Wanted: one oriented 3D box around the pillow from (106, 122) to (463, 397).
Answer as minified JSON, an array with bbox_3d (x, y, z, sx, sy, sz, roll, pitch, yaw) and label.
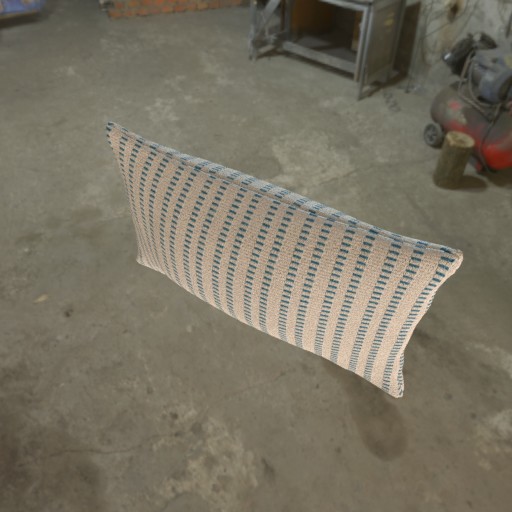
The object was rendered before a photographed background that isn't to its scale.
[{"bbox_3d":[0.000,0.000,0.804,0.640,0.353,0.210,24,50,22],"label":"pillow"}]
